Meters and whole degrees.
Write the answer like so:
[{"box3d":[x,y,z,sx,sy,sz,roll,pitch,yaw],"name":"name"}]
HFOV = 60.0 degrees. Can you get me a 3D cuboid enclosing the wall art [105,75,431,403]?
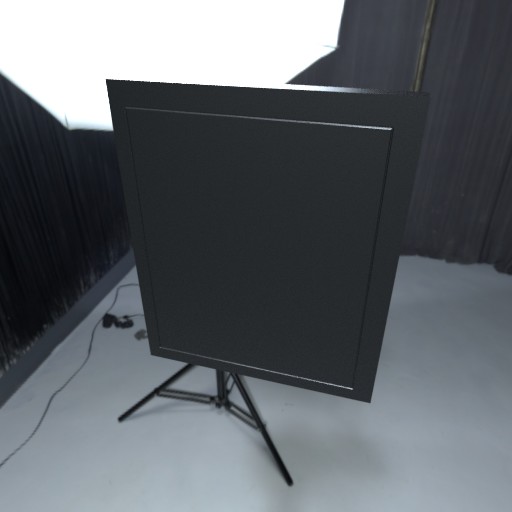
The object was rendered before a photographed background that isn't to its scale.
[{"box3d":[0.000,0.000,0.763,0.461,0.558,0.031,9,32,14],"name":"wall art"}]
